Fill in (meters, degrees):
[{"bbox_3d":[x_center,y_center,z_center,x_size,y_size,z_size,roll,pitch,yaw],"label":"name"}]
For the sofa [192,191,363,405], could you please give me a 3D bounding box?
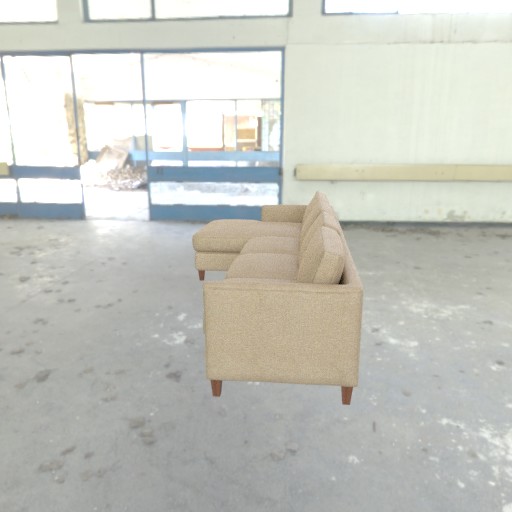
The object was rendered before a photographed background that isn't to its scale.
[{"bbox_3d":[0.000,0.000,3.915,1.502,0.876,3.201,2,14,6],"label":"sofa"}]
